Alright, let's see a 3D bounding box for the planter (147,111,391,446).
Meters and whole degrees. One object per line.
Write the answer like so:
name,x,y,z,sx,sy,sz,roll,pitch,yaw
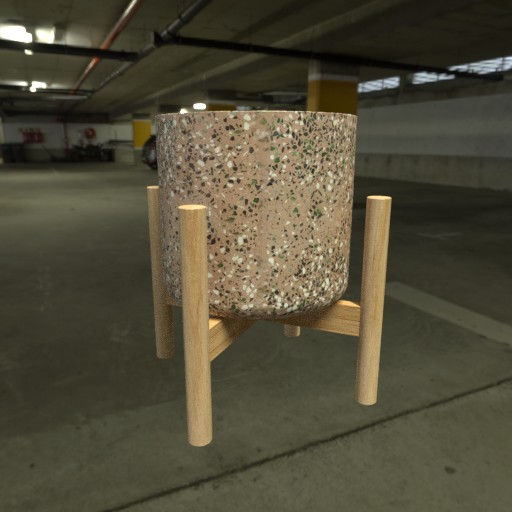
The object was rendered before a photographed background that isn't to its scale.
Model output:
planter,0.000,0.000,0.537,0.284,0.320,0.284,-13,19,-42
